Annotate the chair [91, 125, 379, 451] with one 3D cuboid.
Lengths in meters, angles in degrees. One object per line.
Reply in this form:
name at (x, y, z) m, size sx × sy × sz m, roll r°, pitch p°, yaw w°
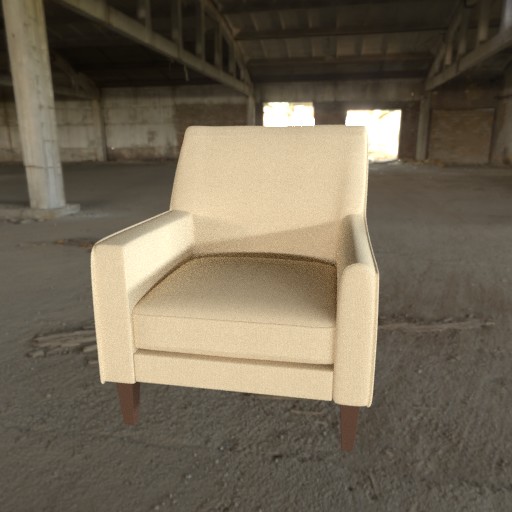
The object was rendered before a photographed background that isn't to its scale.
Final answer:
chair at (0.000, 0.000, 1.581) m, size 0.780 × 0.919 × 0.899 m, roll 3°, pitch 15°, yaw 10°
